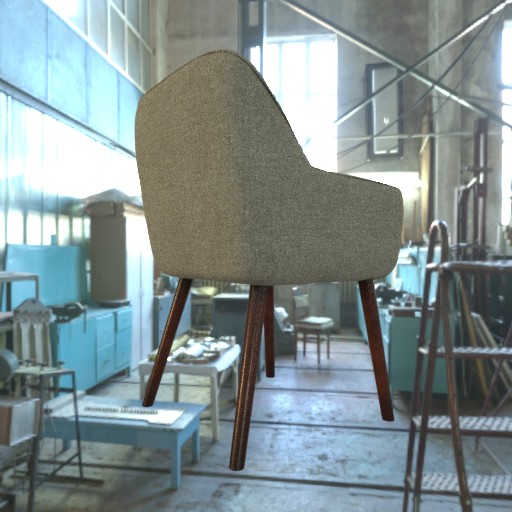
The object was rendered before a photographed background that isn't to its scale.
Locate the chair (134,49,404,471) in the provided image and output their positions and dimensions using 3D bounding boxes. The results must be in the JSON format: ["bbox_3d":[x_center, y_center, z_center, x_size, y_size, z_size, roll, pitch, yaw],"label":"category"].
[{"bbox_3d":[0.000,0.000,1.137,0.519,0.803,0.543,0,1,-36],"label":"chair"}]
